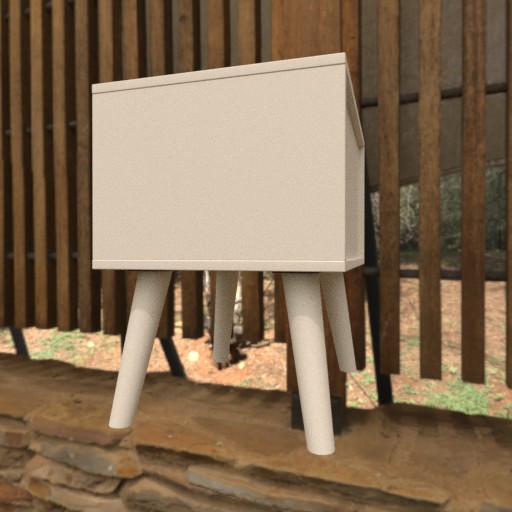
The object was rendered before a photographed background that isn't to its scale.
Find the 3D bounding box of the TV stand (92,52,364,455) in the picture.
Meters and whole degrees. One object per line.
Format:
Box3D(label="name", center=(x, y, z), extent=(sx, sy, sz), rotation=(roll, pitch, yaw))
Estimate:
Box3D(label="TV stand", center=(0.000, 0.000, 0.907), extent=(0.405, 0.559, 0.508), rotation=(0, 0, 17))
